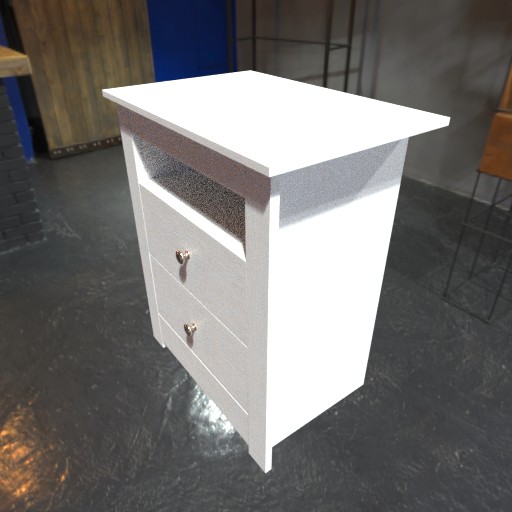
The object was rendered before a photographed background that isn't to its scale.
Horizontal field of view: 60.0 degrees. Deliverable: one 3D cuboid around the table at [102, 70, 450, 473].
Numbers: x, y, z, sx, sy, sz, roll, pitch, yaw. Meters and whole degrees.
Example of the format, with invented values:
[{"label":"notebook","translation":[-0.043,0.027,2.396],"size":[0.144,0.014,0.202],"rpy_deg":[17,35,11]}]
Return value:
[{"label":"table","translation":[0.000,0.000,1.059],"size":[0.406,0.711,0.589],"rpy_deg":[-22,38,-31]}]
